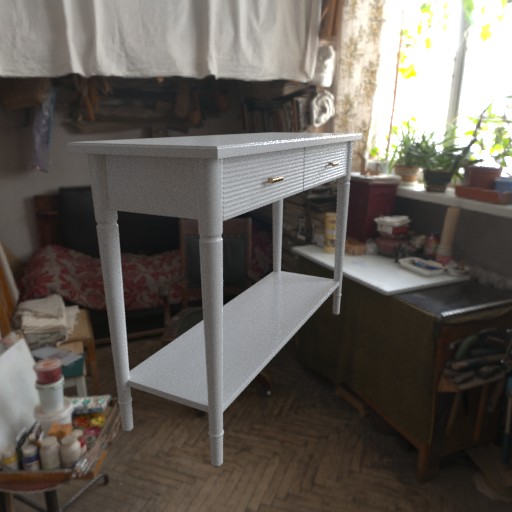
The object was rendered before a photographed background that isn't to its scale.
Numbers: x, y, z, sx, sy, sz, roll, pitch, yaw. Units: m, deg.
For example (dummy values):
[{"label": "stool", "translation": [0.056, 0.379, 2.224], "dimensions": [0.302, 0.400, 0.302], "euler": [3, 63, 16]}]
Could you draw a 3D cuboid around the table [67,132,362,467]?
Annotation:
[{"label": "table", "translation": [0.000, 0.000, 1.439], "dimensions": [0.381, 0.749, 1.067], "euler": [8, 19, 25]}]
